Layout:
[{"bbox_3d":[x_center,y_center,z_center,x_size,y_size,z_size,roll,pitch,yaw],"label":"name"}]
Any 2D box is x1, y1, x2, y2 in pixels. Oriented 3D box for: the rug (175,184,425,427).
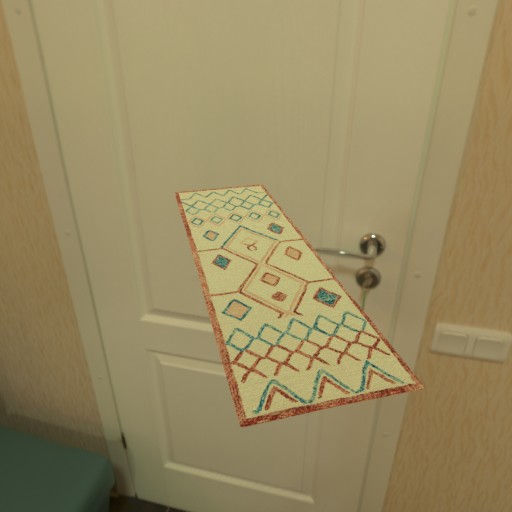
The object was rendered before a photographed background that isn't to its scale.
[{"bbox_3d":[0.000,0.000,2.704,0.750,0.011,2.435,-7,30,-13],"label":"rug"}]
